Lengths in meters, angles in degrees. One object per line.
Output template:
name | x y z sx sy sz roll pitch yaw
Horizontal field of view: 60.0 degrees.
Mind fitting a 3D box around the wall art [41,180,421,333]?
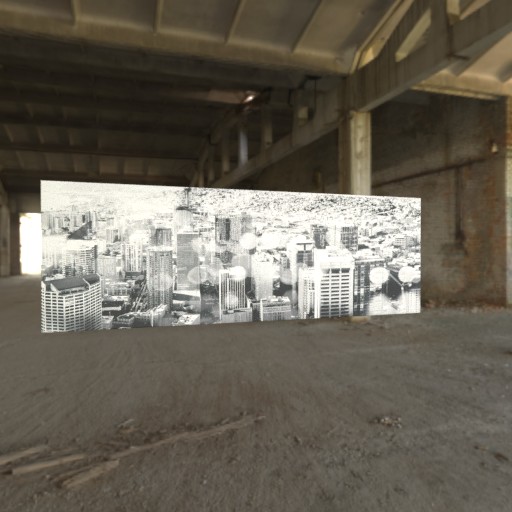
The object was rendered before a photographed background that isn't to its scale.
wall art | 0.000 0.000 1.734 1.520 0.507 0.044 0 1 -19
